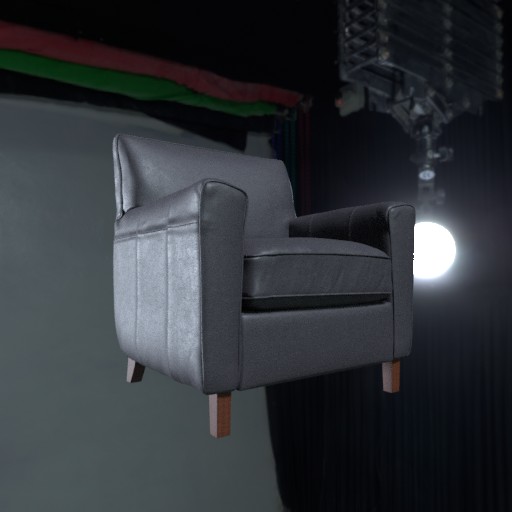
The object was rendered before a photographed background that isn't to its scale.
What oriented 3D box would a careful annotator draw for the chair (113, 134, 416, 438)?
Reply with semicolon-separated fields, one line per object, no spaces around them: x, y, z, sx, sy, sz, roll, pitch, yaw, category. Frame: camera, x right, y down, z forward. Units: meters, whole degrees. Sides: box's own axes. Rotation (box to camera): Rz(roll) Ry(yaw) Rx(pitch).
0.000;0.000;1.630;0.870;0.943;0.825;1;-1;-35;chair
